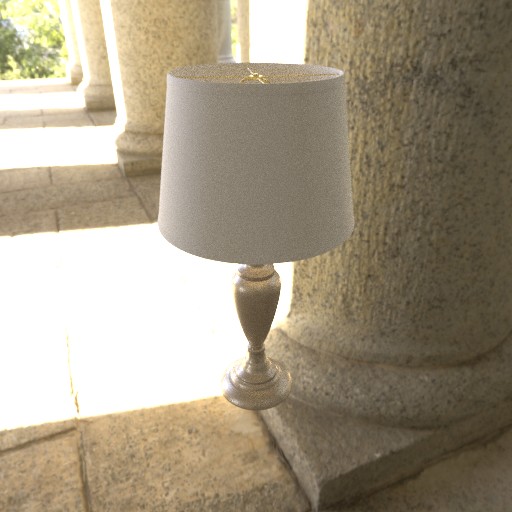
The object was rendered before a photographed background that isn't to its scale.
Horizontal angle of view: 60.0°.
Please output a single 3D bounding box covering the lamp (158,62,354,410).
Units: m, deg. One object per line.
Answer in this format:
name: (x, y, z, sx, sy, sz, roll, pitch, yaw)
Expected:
lamp: (0.000, 0.000, 0.790, 0.328, 0.612, 0.328, 0, 29, 0)
